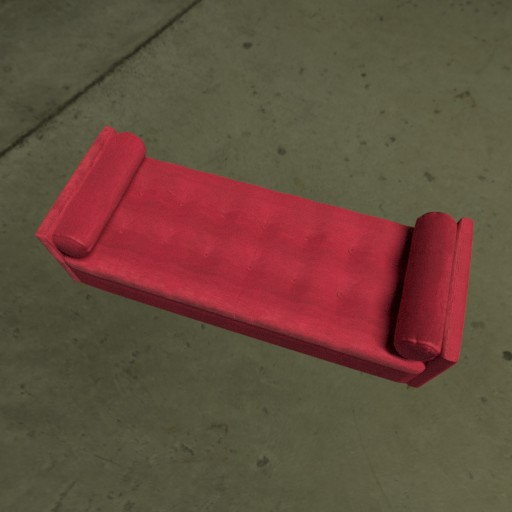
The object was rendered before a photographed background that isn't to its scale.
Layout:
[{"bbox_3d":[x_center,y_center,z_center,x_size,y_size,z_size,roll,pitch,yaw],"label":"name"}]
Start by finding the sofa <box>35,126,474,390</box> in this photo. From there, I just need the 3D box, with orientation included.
[{"bbox_3d":[0.000,0.000,2.479,2.102,0.705,0.796,16,63,8],"label":"sofa"}]
